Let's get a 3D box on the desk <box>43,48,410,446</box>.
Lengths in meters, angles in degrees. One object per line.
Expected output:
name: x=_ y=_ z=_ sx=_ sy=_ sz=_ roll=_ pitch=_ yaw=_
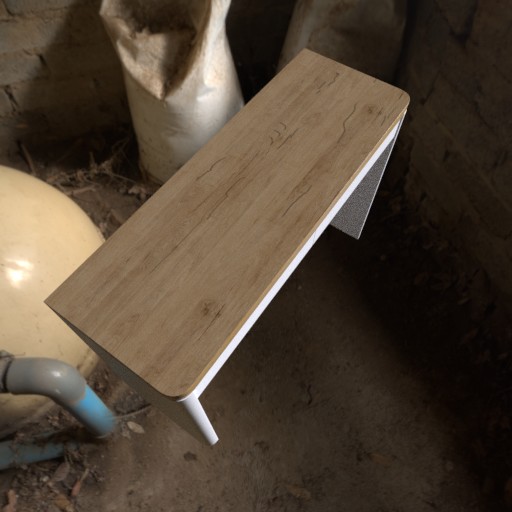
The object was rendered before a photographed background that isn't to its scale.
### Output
desk: x=0.000 y=0.000 z=1.490 sx=0.390 sy=0.760 sz=1.100 roll=31 pitch=65 yaw=17
